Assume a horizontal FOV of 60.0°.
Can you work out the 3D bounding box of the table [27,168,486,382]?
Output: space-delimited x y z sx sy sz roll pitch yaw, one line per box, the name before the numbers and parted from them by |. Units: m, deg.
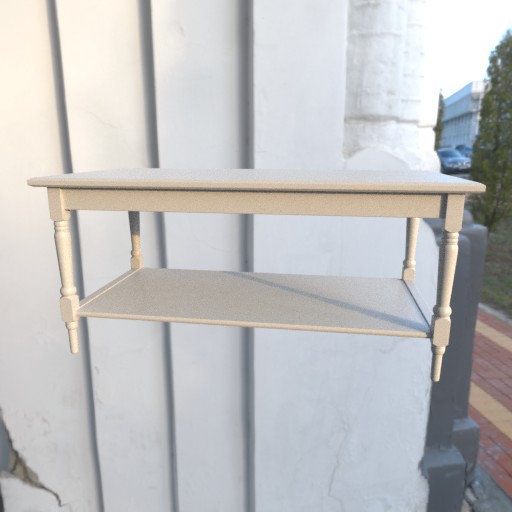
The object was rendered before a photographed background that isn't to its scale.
table | 0.000 0.000 1.380 1.109 0.506 0.551 2 14 9
